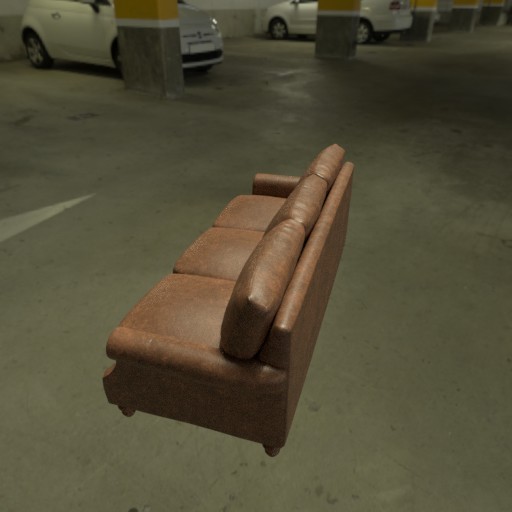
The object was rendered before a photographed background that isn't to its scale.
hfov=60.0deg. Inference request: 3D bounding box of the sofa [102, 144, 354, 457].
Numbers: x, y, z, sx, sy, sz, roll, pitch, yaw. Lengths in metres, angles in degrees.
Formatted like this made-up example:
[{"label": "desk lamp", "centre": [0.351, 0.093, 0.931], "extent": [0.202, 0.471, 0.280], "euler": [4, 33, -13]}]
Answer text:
[{"label": "sofa", "centre": [0.000, 0.000, 2.906], "extent": [0.973, 0.977, 2.351], "euler": [9, 31, 15]}]
